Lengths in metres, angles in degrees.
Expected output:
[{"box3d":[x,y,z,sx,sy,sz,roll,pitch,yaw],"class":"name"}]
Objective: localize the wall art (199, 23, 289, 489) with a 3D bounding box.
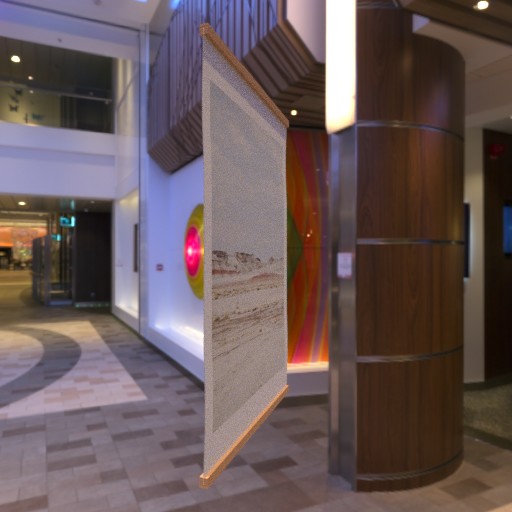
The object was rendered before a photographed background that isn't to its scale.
[{"box3d":[0.000,0.000,1.320,0.020,1.016,0.739,0,0,18],"class":"wall art"}]
